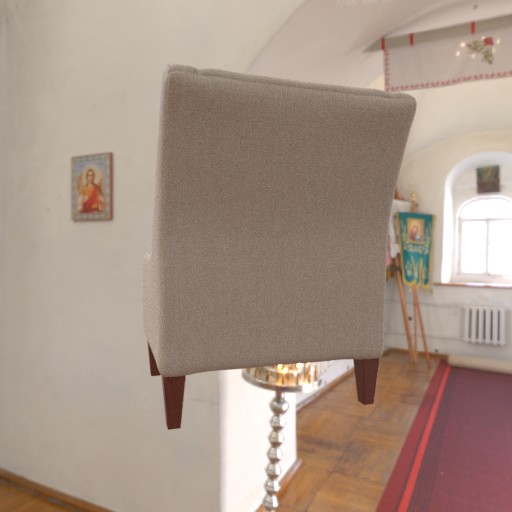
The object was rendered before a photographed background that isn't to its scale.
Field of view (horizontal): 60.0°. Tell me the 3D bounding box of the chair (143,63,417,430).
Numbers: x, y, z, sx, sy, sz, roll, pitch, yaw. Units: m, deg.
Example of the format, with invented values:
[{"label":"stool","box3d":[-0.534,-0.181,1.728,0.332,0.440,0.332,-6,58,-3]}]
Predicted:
[{"label":"chair","box3d":[0.000,0.000,1.630,0.774,1.014,0.870,0,1,-18]}]
